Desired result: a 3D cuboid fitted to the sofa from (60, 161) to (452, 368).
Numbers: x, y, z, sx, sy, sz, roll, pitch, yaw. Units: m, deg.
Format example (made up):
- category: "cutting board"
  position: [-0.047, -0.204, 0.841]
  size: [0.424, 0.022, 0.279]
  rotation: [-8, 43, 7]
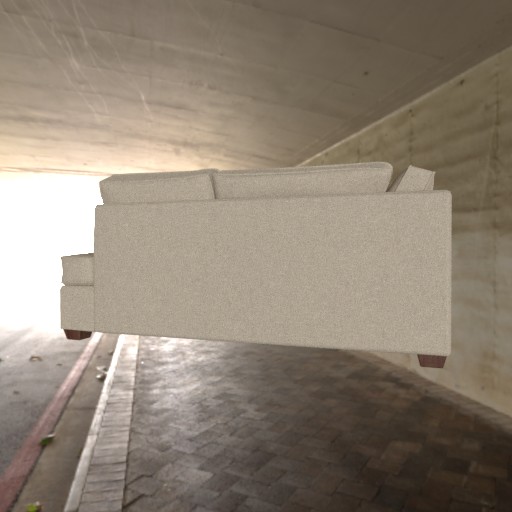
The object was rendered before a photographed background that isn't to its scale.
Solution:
- category: "sofa"
  position: [0.000, 0.000, 2.879]
  size: [2.237, 1.033, 1.110]
  rotation: [0, 1, 19]
